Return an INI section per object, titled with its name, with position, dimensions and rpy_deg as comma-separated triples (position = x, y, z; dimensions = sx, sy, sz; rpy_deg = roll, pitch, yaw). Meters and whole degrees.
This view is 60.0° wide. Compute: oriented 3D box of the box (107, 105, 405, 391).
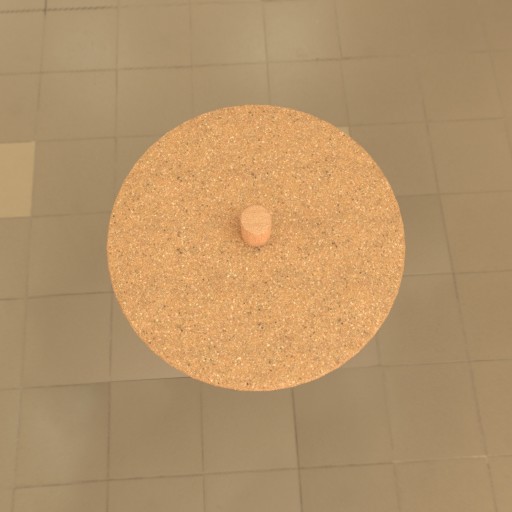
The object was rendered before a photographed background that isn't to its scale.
[box]
position = 0.000, 0.000, 0.187
dimensions = 0.107, 0.094, 0.107
rpy_deg = 0, 75, 0
